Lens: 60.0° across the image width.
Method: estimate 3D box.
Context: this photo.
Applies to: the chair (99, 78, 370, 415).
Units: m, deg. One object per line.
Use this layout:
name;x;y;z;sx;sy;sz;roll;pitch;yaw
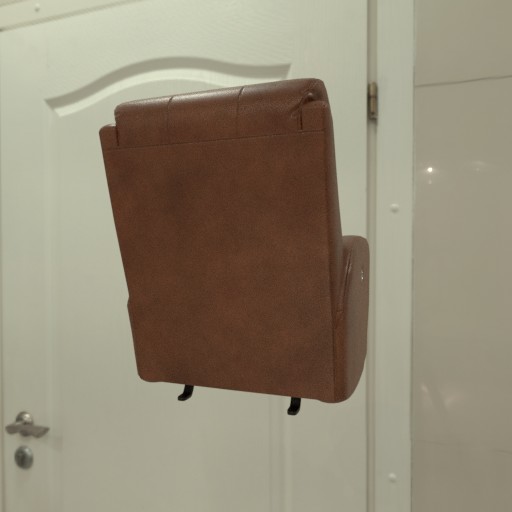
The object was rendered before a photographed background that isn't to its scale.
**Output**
chair;0.000;0.000;1.699;0.787;1.016;0.939;0;1;20
